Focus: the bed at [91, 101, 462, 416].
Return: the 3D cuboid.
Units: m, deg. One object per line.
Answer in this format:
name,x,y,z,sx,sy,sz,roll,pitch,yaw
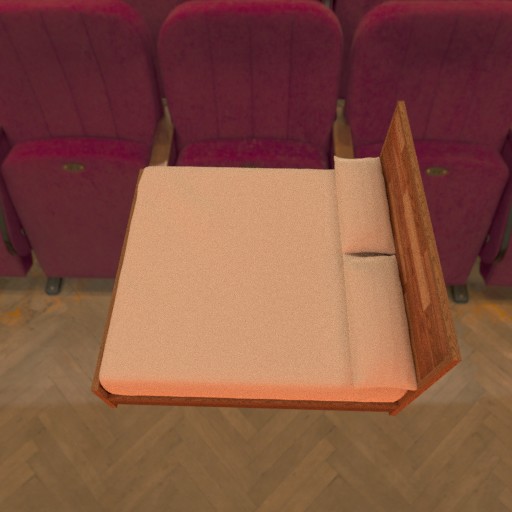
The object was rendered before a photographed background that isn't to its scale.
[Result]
bed,0.000,0.000,3.382,2.184,1.295,2.013,1,58,1
